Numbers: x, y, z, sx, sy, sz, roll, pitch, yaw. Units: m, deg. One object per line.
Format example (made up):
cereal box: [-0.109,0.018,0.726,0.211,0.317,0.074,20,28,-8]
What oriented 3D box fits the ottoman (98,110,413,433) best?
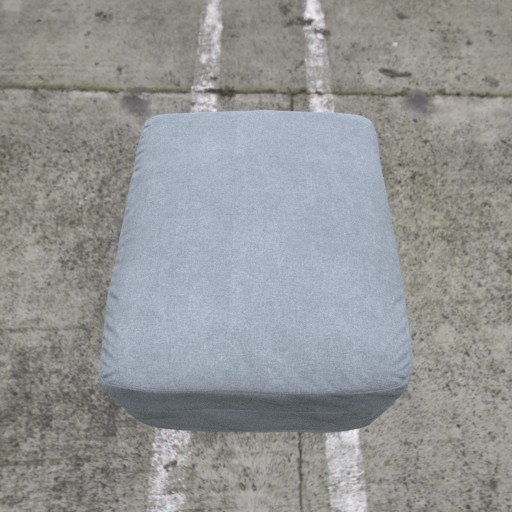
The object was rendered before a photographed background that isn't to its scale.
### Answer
ottoman: [0.000,0.000,1.217,0.683,0.481,0.837,0,59,0]
